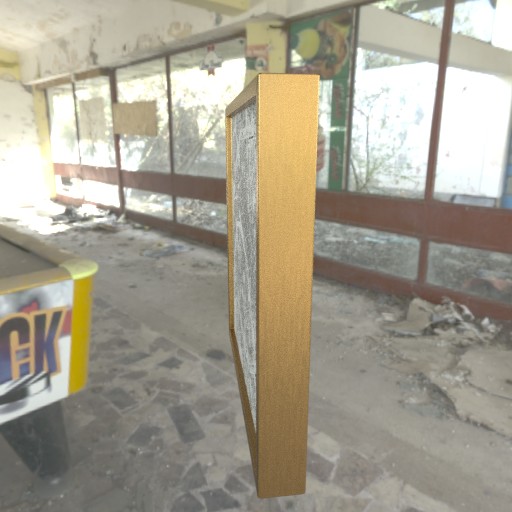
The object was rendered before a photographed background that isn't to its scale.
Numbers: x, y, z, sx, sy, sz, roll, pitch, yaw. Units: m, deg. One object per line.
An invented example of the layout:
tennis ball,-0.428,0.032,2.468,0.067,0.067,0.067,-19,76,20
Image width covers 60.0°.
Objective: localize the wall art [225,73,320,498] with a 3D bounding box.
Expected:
wall art,0.000,0.000,0.449,0.037,0.305,0.305,-2,15,-7
